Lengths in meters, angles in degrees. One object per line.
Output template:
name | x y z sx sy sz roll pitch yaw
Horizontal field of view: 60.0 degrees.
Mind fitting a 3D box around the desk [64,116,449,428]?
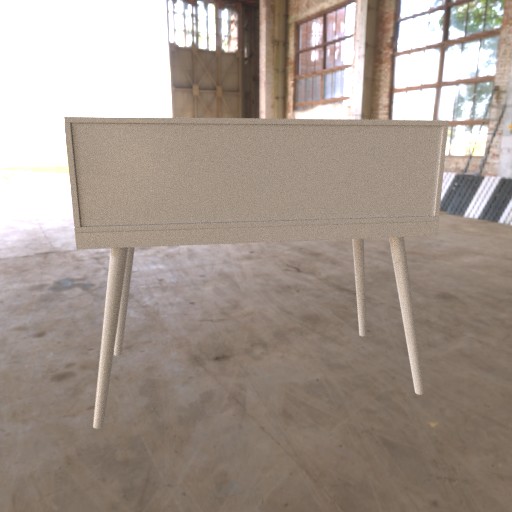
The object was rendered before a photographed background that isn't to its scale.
desk | 0.000 0.000 1.714 1.199 0.990 0.559 -2 14 -10
